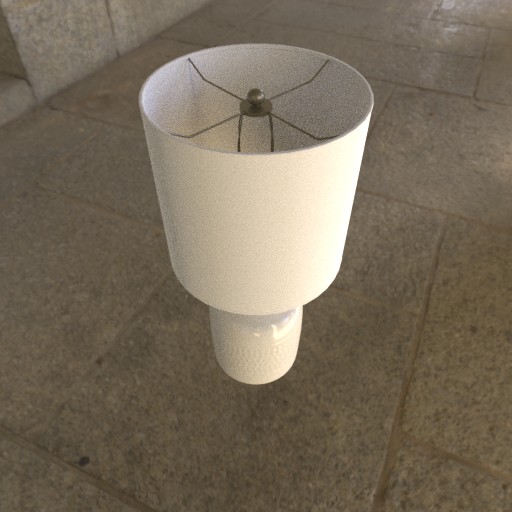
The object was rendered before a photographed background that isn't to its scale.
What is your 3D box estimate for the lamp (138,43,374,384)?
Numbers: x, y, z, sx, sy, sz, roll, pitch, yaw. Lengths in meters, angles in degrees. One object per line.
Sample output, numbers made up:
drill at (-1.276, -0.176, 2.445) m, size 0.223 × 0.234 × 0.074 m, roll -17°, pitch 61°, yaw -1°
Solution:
lamp at (0.000, 0.000, 0.501) m, size 0.188 × 0.392 × 0.188 m, roll -3°, pitch 47°, yaw -3°
